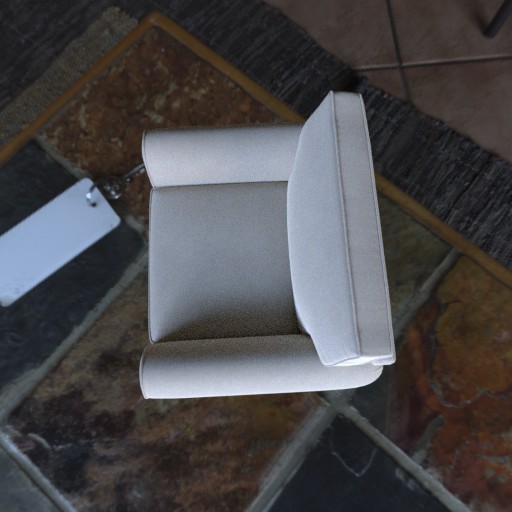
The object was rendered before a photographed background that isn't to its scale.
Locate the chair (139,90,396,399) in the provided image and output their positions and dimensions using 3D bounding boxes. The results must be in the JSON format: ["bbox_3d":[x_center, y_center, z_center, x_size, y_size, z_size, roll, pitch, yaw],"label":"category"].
[{"bbox_3d":[0.000,0.000,1.765,0.863,0.955,1.040,-3,76,-1],"label":"chair"}]
